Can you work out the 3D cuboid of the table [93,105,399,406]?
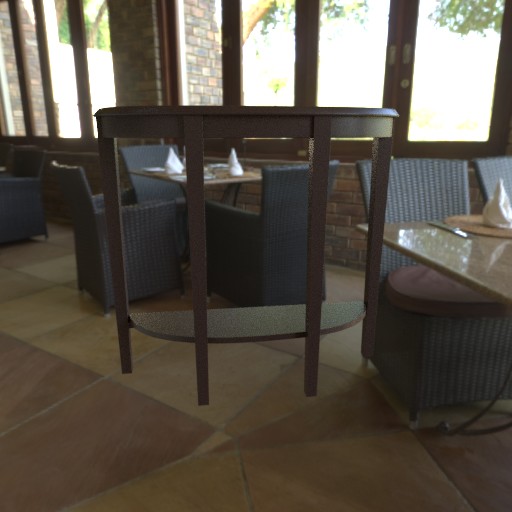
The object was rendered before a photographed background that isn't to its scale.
[{"bbox_3d":[0.000,0.000,1.312,0.909,0.831,0.274,-2,16,-8],"label":"table"}]
